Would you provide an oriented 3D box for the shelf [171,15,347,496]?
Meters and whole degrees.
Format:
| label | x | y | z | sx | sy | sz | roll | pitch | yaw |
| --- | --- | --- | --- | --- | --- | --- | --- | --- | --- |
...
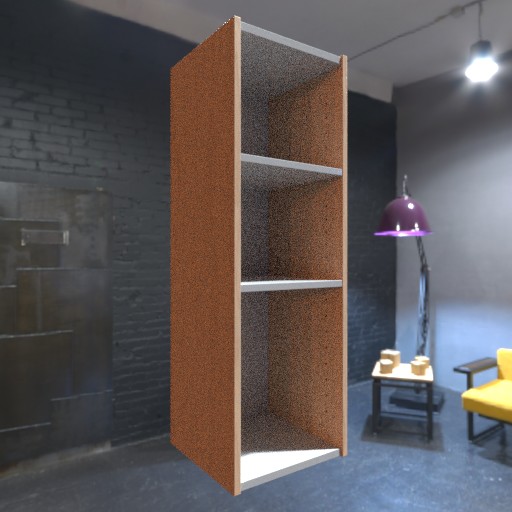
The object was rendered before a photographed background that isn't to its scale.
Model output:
| label | x | y | z | sx | sy | sz | roll | pitch | yaw |
| --- | --- | --- | --- | --- | --- | --- | --- | --- | --- |
| shelf | 0.000 | 0.000 | 1.033 | 0.300 | 0.900 | 0.290 | 0 | 0 | -35 |
